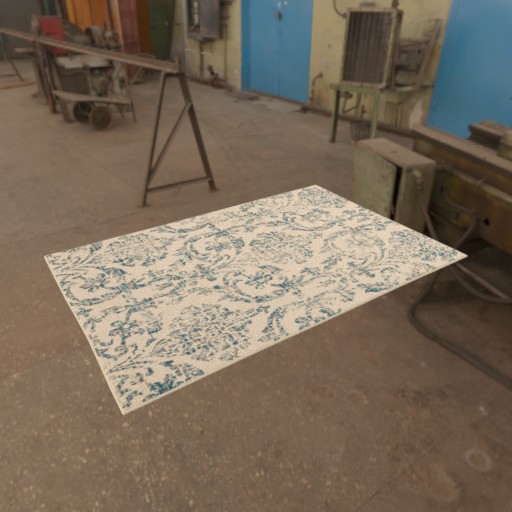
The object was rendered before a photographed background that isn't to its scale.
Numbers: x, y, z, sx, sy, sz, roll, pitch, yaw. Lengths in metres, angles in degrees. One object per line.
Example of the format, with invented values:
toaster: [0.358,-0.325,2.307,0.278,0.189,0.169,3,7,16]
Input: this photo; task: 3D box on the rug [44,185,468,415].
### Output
rug: [0.000,0.000,2.295,1.831,0.012,1.213,-18,35,-29]
